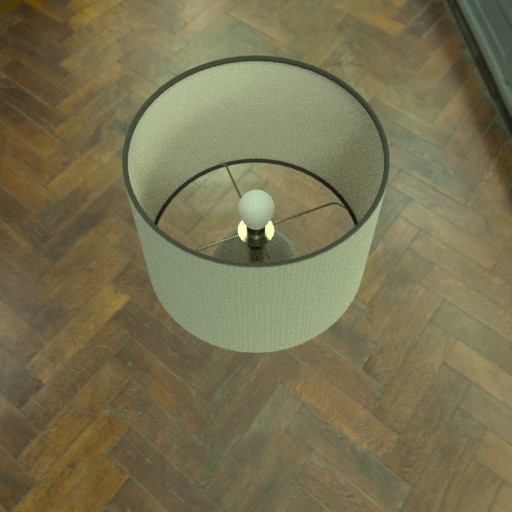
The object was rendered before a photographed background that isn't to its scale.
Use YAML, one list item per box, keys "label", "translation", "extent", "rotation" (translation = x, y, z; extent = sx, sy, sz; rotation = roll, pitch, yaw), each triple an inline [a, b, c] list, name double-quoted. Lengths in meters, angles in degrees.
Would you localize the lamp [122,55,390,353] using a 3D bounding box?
- label: "lamp"
  translation: [0.000, 0.000, 0.806]
  extent: [0.376, 0.594, 0.376]
  rotation: [0, 63, 0]
